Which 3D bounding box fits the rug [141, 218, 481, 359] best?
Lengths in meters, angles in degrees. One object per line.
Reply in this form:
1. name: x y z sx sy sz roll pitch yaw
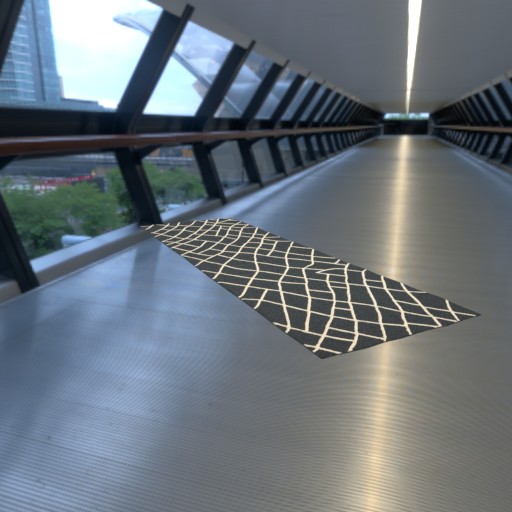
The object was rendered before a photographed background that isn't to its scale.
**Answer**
1. rug: 0.000 0.000 2.669 0.807 0.010 2.476 -8 17 -27
